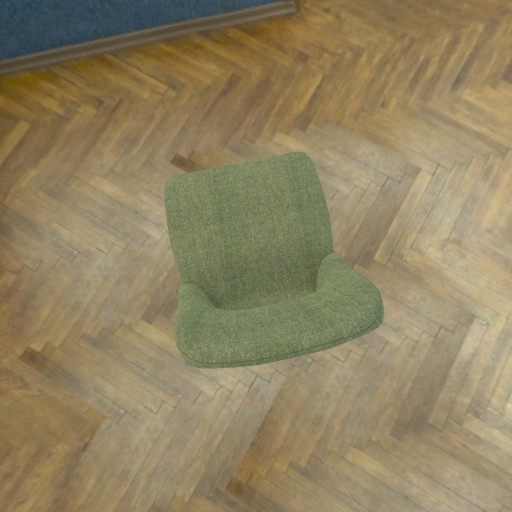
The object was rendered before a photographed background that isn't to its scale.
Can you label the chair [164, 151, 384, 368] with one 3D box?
[{"bbox_3d":[0.000,0.000,1.288,0.470,0.931,0.612,-12,76,-3],"label":"chair"}]
